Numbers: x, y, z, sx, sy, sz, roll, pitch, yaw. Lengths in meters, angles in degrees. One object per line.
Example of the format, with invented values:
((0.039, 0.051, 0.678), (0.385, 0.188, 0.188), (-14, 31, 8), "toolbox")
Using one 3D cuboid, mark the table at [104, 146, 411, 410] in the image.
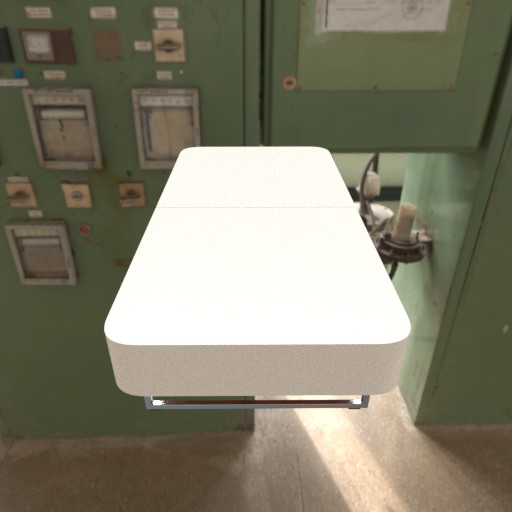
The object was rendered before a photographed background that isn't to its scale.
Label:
((0.000, 0.000, 1.416), (0.600, 0.340, 1.200), (0, 31, 0), "table")
